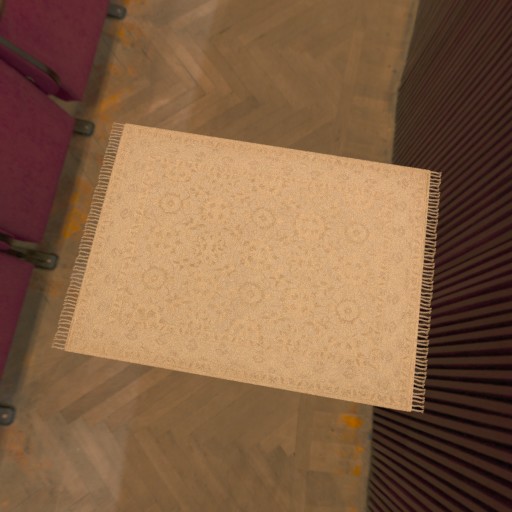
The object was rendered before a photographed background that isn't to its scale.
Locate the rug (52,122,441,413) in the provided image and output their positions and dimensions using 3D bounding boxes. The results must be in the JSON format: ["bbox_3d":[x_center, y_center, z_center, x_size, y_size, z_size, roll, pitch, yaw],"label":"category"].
[{"bbox_3d":[0.000,0.000,2.226,1.771,0.015,1.223,9,76,2],"label":"rug"}]
